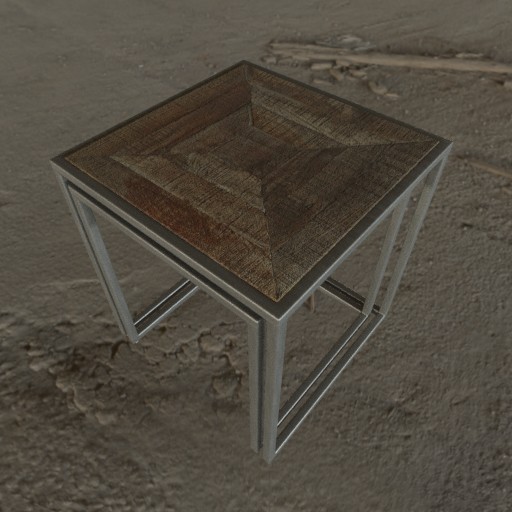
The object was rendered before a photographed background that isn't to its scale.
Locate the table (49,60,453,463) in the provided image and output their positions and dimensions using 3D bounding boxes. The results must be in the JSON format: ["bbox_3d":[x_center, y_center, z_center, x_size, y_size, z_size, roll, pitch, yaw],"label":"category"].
[{"bbox_3d":[0.000,0.000,0.876,0.450,0.500,0.449,32,56,26],"label":"table"}]
